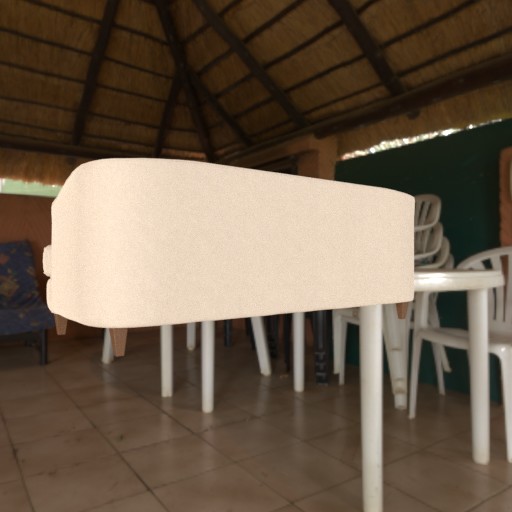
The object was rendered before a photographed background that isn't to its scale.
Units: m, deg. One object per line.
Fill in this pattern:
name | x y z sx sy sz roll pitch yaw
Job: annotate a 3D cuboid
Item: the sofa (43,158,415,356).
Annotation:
sofa | 0.000 0.000 2.743 2.278 0.855 0.941 0 0 -36
